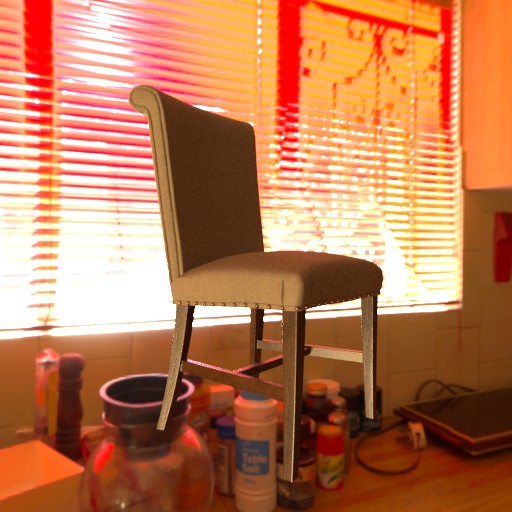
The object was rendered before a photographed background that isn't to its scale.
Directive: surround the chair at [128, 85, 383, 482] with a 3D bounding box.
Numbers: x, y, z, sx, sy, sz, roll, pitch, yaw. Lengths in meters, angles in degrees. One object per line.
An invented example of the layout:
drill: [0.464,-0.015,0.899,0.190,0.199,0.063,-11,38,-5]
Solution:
chair: [0.000,0.000,1.330,0.608,0.988,0.513,0,1,37]
